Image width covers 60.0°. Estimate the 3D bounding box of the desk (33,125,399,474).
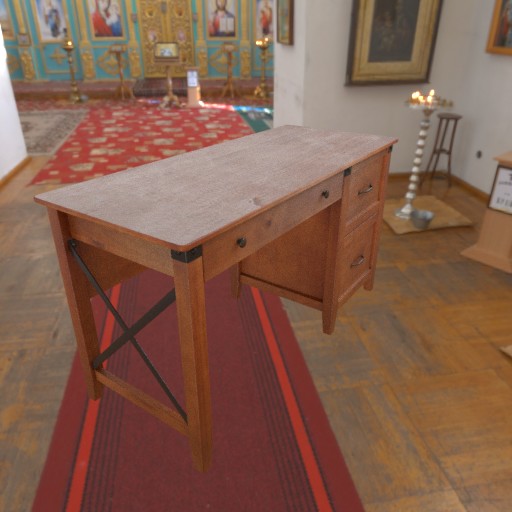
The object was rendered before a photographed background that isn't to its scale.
[{"bbox_3d":[0.000,0.000,1.742,0.574,0.756,1.353,17,31,31],"label":"desk"}]
